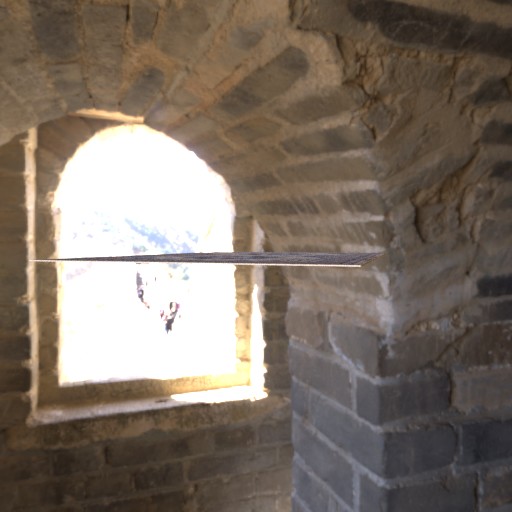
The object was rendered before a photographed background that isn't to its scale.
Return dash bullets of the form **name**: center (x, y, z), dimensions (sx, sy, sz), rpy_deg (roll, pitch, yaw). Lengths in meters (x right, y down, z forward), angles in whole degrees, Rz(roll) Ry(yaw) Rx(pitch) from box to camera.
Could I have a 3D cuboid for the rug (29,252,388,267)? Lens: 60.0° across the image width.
- **rug**: center (0.000, 0.000, 2.985), dimensions (1.611, 0.008, 2.227), rpy_deg (1, 2, 19)
